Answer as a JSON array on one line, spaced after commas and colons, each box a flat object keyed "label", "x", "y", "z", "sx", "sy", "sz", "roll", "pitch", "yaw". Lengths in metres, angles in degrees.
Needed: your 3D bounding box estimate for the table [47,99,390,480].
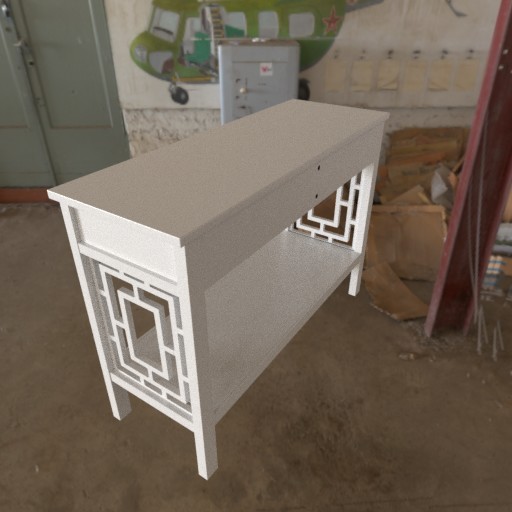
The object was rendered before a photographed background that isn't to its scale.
[{"label": "table", "x": 0.000, "y": 0.000, "z": 1.445, "sx": 0.397, "sy": 0.753, "sz": 1.068, "roll": 19, "pitch": 37, "yaw": 28}]
